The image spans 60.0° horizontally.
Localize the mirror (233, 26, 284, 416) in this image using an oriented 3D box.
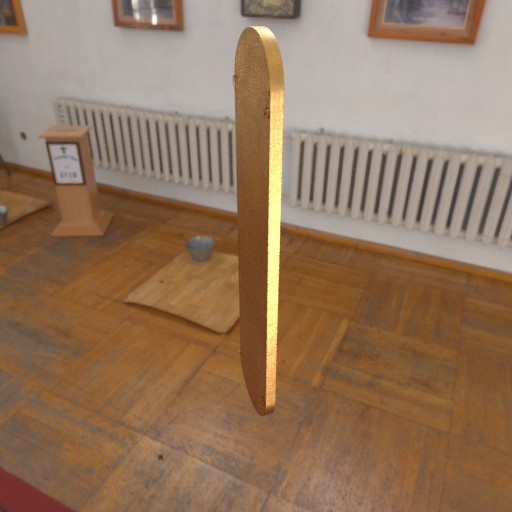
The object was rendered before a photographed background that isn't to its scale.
[{"bbox_3d":[0.000,0.000,1.077,0.032,0.991,0.222,-10,30,-17],"label":"mirror"}]
